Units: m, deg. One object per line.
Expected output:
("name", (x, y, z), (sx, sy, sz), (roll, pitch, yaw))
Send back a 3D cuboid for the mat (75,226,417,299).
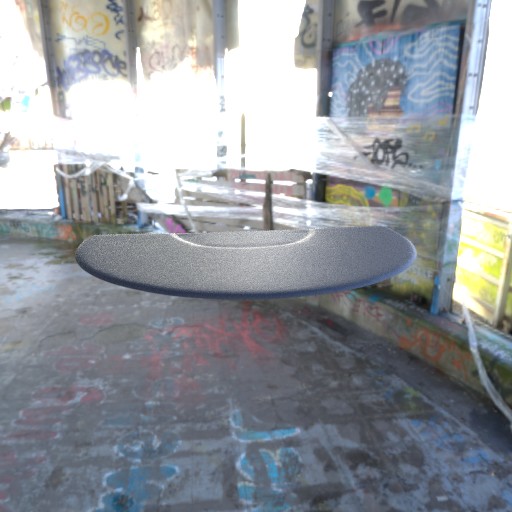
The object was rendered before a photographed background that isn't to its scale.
("mat", (0.000, 0.000, 1.824), (1.525, 0.016, 0.917), (-2, 17, -8))
